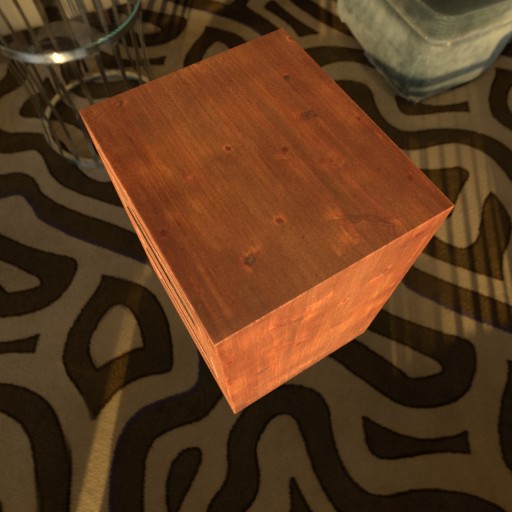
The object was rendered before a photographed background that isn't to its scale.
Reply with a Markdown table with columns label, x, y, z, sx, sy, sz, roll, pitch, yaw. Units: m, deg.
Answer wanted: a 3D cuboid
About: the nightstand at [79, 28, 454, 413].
| label | x | y | z | sx | sy | sz | roll | pitch | yaw |
| --- | --- | --- | --- | --- | --- | --- | --- | --- | --- |
| nightstand | 0.000 | 0.000 | 1.000 | 0.410 | 0.695 | 0.465 | -28 | 66 | -14 |
